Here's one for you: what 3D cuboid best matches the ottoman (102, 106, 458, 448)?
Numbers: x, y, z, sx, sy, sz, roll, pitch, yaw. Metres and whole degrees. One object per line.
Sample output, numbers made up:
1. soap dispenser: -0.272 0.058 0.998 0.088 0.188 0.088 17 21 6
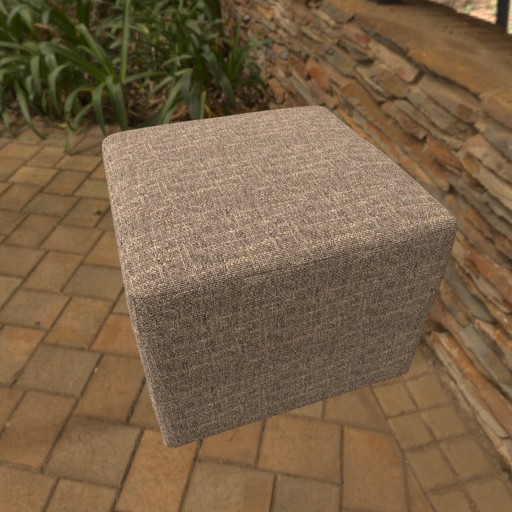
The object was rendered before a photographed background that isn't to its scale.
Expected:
1. ottoman: 0.000 0.000 0.921 0.521 0.453 0.512 -12 42 -14
